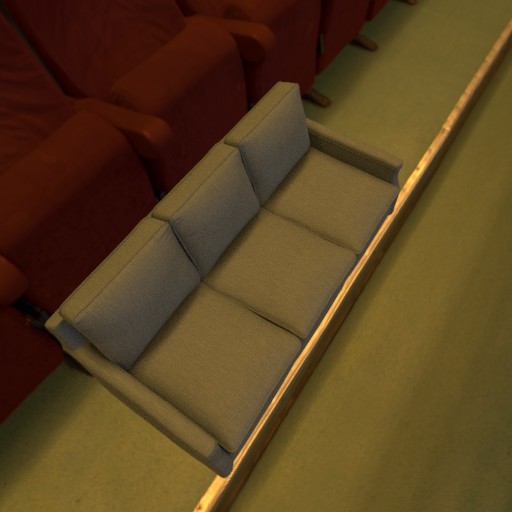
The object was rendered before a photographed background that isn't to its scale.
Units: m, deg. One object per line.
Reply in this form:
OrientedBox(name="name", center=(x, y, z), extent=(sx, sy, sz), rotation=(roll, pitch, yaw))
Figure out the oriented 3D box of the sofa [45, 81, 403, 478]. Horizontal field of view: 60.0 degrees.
OrientedBox(name="sofa", center=(0.000, 0.000, 2.769), extent=(1.084, 1.003, 2.246), rotation=(29, 63, 17))
